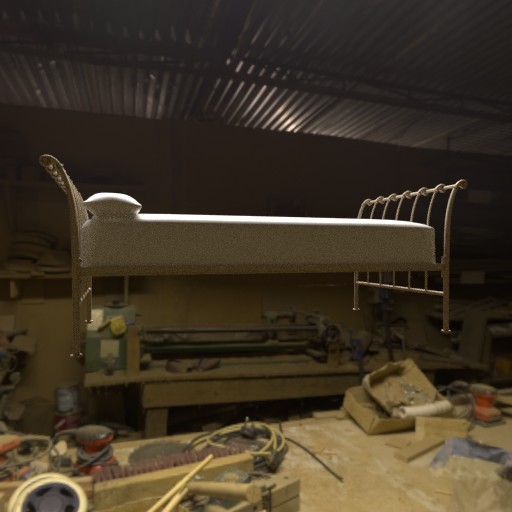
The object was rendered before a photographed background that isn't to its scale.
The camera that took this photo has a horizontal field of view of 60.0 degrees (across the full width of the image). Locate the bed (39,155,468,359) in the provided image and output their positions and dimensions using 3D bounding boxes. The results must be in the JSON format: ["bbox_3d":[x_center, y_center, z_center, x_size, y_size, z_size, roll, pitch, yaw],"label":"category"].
[{"bbox_3d":[0.000,0.000,2.676,2.228,0.873,1.032,0,1,-18],"label":"bed"}]
